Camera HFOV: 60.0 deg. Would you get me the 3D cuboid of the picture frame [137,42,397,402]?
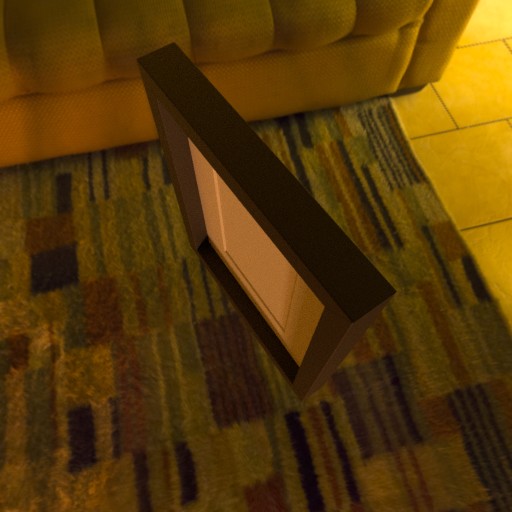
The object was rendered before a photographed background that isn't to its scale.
[{"bbox_3d":[0.000,0.000,0.400,0.042,0.284,0.232,-32,68,-15],"label":"picture frame"}]
